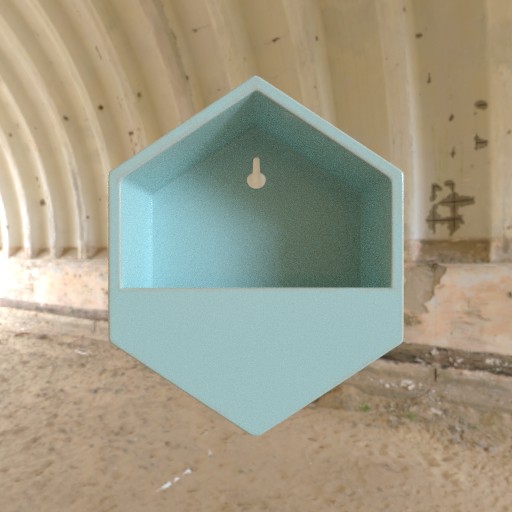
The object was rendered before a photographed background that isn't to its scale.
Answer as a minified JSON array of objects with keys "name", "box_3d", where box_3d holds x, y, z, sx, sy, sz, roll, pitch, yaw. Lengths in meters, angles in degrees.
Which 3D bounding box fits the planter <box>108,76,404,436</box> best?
[{"name":"planter","box_3d":[0.000,0.000,0.291,0.169,0.207,0.078,0,1,0]}]
